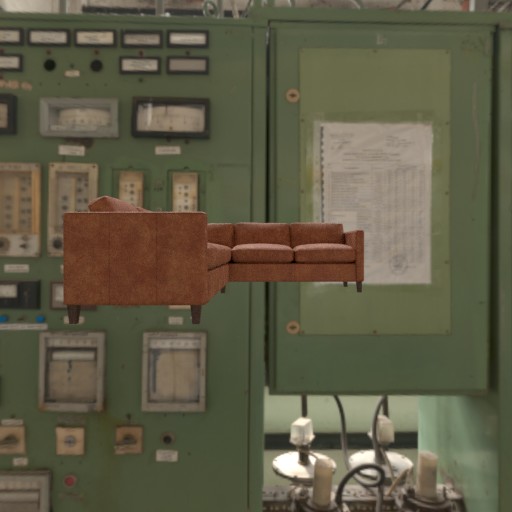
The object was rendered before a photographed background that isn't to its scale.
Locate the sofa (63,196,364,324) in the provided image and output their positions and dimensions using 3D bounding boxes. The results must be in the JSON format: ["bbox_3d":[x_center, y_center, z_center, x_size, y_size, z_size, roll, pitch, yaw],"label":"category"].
[{"bbox_3d":[0.000,0.000,4.337,2.438,0.838,3.167,0,0,0],"label":"sofa"}]
